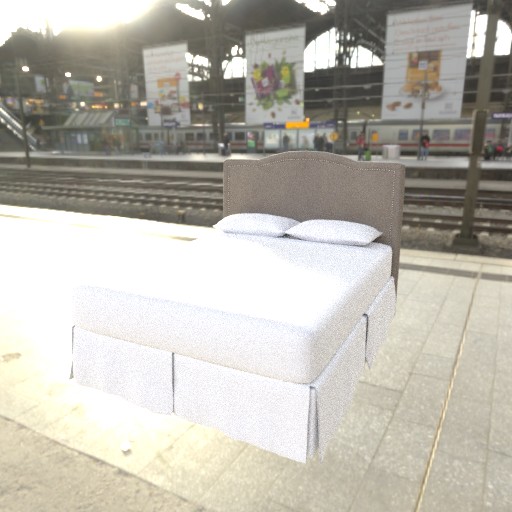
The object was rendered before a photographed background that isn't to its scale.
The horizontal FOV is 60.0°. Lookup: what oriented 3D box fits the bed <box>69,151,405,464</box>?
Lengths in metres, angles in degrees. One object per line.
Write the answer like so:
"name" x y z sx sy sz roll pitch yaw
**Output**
"bed" 0.000 0.000 3.203 1.744 1.441 2.128 7 16 26
